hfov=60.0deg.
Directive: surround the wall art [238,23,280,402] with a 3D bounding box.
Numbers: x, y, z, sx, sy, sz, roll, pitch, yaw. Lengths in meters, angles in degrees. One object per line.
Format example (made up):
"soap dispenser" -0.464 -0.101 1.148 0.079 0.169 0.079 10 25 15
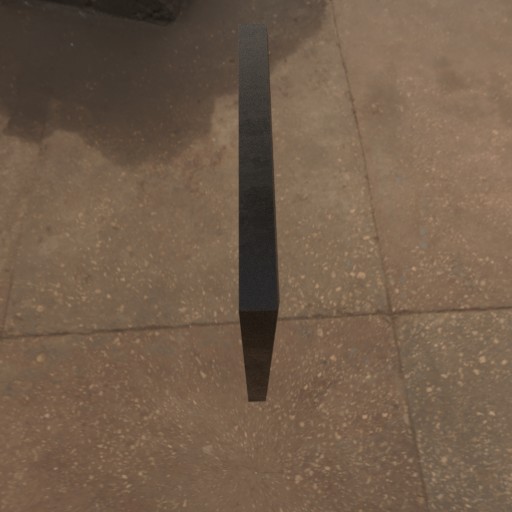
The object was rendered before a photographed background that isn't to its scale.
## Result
"wall art" 0.000 0.000 0.597 0.031 0.457 0.313 -1 64 0
